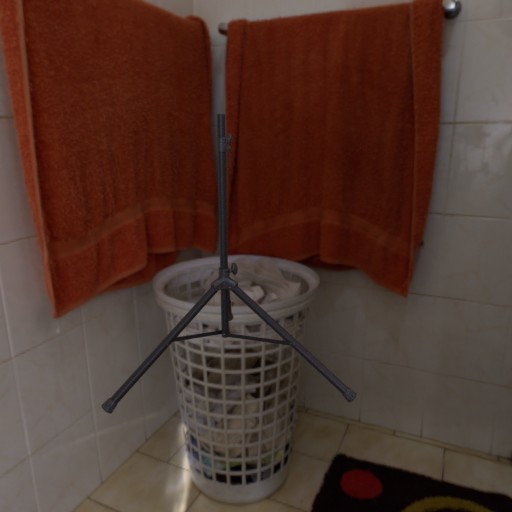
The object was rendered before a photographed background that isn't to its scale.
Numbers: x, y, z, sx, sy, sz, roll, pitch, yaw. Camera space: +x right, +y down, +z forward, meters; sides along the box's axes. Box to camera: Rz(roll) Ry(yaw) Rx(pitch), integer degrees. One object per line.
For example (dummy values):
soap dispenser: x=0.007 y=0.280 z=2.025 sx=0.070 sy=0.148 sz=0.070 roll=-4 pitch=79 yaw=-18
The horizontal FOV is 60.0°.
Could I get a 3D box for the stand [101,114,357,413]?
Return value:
stand: x=0.000 y=0.000 z=1.852 sx=0.907 sy=1.136 sz=1.045 roll=8 pitch=17 yaw=26
